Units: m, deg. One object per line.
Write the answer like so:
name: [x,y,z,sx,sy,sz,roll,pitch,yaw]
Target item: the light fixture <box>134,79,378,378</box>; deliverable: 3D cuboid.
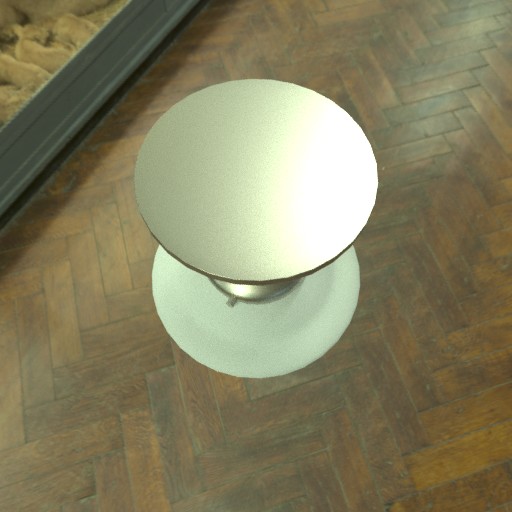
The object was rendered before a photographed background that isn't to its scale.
light fixture: [0.000,0.000,0.391,0.199,0.254,0.199,0,64,0]
